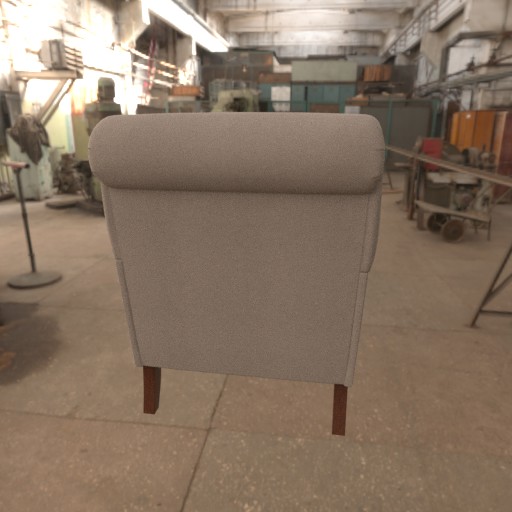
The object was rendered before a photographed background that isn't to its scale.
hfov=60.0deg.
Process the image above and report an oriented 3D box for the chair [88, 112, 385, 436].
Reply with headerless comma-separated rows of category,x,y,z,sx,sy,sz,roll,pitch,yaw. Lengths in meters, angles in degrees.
chair,0.000,0.000,1.548,0.766,0.942,0.842,3,17,9
